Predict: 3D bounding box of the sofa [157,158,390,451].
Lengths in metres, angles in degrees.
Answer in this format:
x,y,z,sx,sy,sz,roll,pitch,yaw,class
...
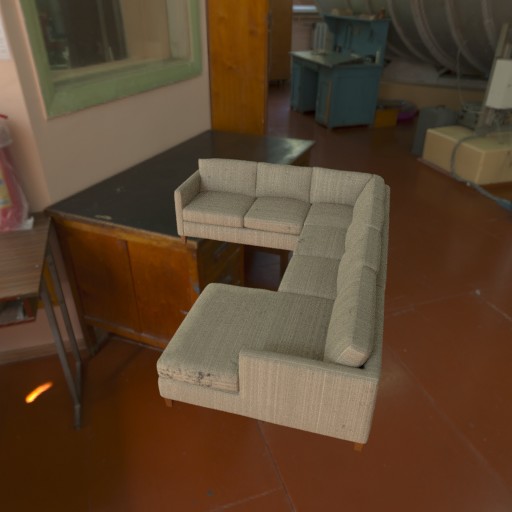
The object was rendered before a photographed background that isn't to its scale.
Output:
x,y,z,sx,sy,sz,roll,pitch,yaw,class
0.000,0.000,4.601,2.594,0.961,3.460,8,32,13,sofa
